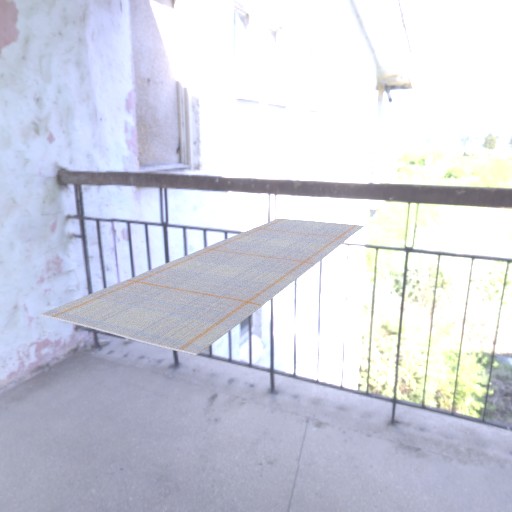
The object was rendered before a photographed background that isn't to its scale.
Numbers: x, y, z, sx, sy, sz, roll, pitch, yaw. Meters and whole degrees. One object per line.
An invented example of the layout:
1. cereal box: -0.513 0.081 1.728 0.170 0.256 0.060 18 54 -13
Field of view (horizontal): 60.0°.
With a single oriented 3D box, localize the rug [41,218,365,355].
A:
1. rug: 0.000 0.000 2.713 0.770 0.016 2.442 8 17 25
